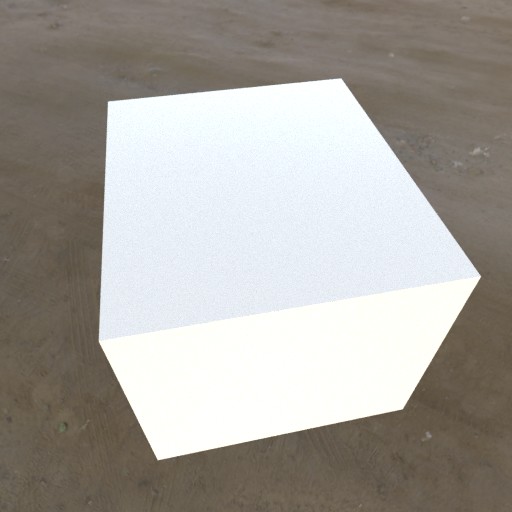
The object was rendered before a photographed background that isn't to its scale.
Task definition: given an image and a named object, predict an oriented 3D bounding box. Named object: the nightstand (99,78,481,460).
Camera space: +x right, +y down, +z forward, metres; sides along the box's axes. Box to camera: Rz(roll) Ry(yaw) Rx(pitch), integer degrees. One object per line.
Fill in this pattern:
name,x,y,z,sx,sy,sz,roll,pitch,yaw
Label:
nightstand,0.000,0.000,0.743,0.408,0.351,0.470,-9,48,-8
